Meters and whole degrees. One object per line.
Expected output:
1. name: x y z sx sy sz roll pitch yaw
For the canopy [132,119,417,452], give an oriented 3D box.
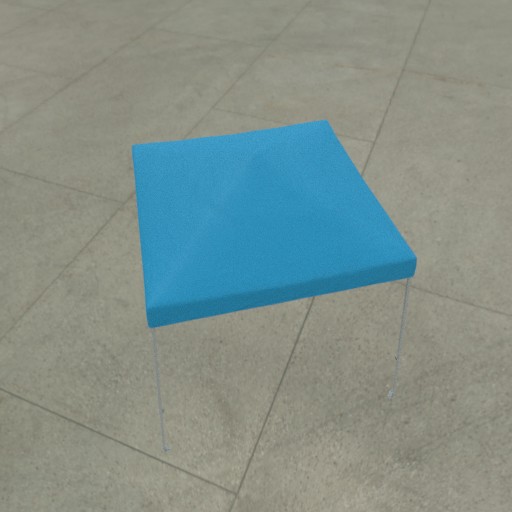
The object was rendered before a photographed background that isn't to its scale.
1. canopy: 0.000 0.000 5.129 2.849 2.850 2.850 -10 49 -9
